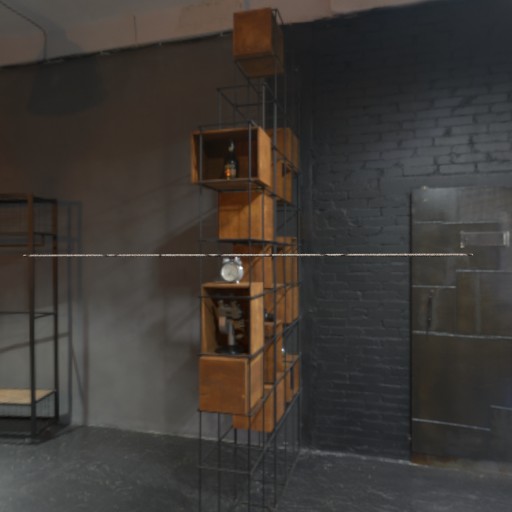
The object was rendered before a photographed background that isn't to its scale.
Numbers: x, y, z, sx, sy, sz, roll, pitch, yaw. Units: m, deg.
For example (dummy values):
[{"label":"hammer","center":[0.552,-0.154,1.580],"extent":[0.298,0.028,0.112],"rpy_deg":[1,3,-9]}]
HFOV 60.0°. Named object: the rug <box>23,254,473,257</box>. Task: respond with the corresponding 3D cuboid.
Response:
[{"label":"rug","center":[0.000,0.000,3.018],"extent":[2.465,0.008,1.526],"rpy_deg":[0,0,18]}]
